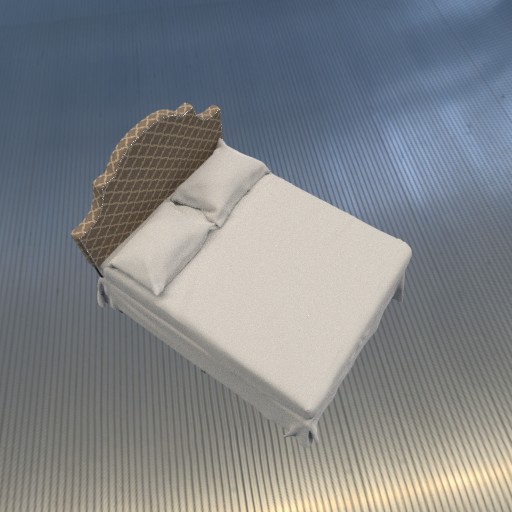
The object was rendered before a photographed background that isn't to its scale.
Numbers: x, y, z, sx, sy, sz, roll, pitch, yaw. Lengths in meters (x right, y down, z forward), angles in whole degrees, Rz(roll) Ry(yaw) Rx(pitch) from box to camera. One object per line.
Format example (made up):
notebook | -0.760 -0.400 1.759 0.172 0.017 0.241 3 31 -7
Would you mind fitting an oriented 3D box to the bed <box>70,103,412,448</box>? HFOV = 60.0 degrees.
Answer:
bed | 0.000 0.000 3.410 2.222 1.633 1.780 31 64 17
